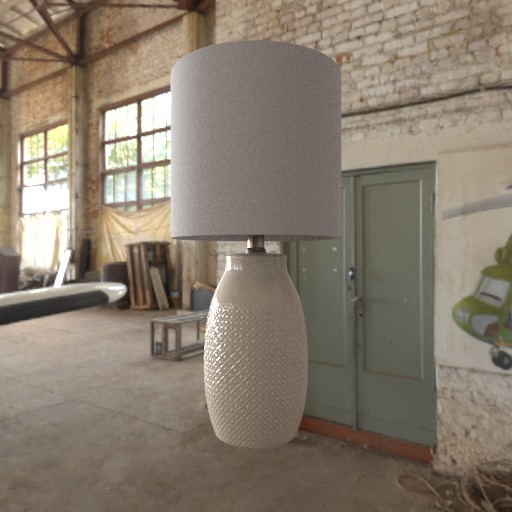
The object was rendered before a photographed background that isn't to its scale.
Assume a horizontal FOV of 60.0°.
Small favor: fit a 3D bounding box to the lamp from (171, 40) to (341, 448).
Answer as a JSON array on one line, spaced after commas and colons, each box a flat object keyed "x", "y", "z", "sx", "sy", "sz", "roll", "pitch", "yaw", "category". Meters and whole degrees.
[{"x": 0.000, "y": 0.000, "z": 0.573, "sx": 0.217, "sy": 0.453, "sz": 0.217, "roll": 0, "pitch": 0, "yaw": -18, "category": "lamp"}]
